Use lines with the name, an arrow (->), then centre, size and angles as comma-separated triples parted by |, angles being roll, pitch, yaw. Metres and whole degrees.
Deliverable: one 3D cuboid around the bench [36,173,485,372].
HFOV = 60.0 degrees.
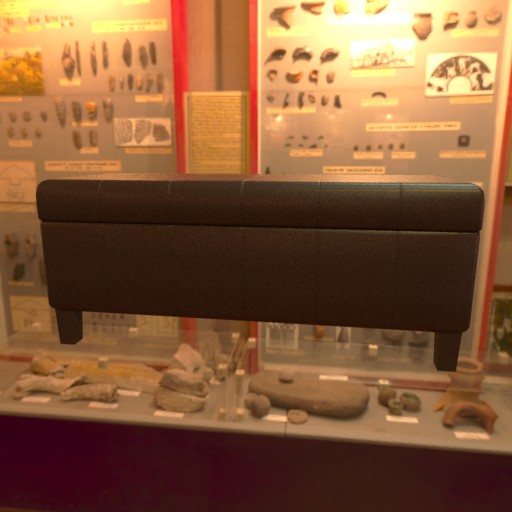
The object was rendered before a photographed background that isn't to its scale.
bench -> 0.000, 0.000, 1.300 | 1.092, 0.457, 0.429 | 2, 13, 9
